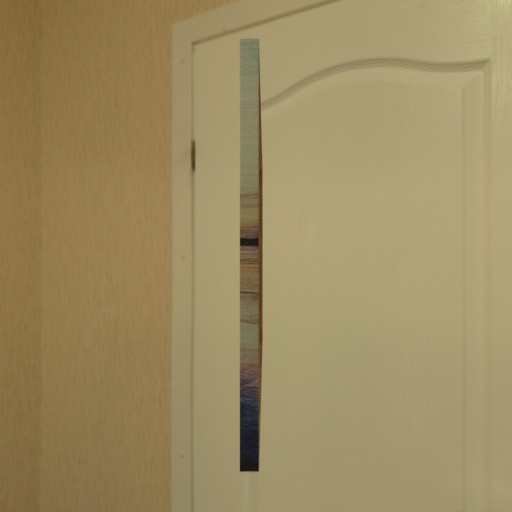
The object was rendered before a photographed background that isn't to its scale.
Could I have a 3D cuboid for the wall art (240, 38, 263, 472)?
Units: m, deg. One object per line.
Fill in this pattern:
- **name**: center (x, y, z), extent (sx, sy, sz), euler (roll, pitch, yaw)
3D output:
- **wall art**: center (0.000, 0.000, 0.712), extent (0.018, 0.402, 0.604), euler (0, 0, 1)
